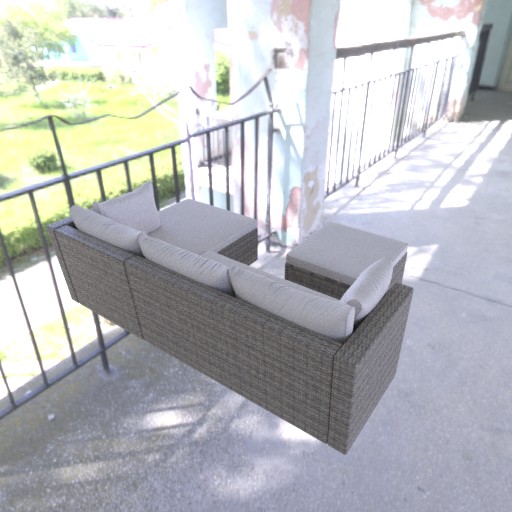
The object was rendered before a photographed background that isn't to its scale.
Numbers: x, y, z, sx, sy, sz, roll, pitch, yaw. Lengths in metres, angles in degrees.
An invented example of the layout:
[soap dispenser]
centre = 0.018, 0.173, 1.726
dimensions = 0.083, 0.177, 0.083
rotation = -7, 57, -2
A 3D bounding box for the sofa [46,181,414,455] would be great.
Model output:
[sofa]
centre = 0.000, 0.000, 3.036
dimensions = 2.192, 0.766, 1.662
rotation = 20, 35, 31
